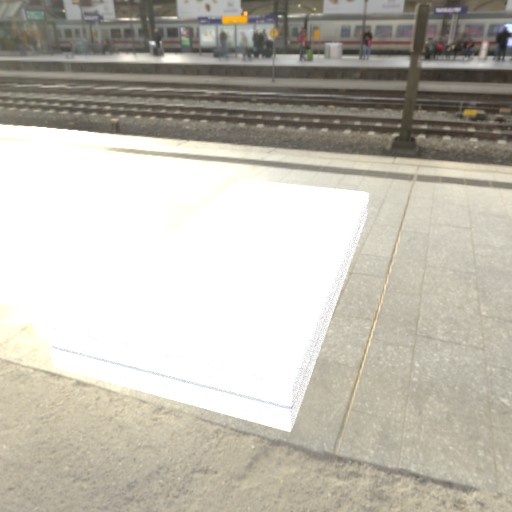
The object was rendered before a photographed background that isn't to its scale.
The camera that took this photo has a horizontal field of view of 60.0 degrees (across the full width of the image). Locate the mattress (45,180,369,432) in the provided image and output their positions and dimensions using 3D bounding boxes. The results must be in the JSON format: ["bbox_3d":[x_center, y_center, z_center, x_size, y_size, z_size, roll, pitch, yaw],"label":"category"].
[{"bbox_3d":[0.000,0.000,2.242,0.900,0.200,1.900,9,28,17],"label":"mattress"}]
